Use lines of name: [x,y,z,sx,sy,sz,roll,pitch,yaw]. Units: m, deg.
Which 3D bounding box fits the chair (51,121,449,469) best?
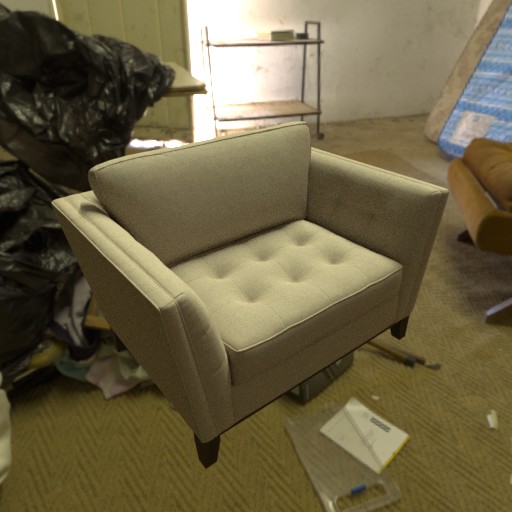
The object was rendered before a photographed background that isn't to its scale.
chair: [0.000,0.000,2.007,1.397,0.940,0.965,-21,36,-32]
